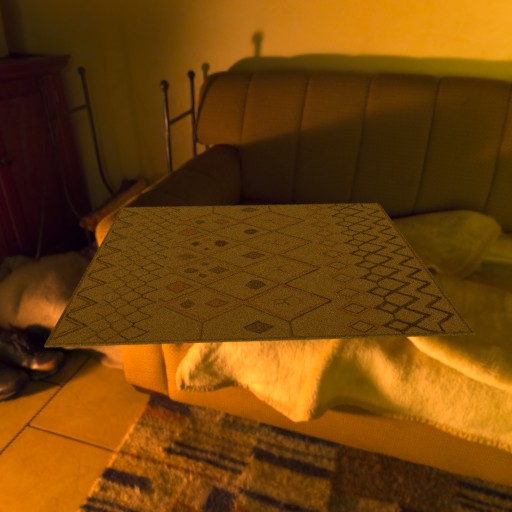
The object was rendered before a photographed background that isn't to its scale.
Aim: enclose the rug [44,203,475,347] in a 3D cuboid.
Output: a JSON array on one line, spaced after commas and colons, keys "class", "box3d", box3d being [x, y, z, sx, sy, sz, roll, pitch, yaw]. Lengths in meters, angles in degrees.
[{"class": "rug", "box3d": [0.000, 0.000, 4.188, 3.050, 0.016, 2.441, -1, 29, -2]}]
